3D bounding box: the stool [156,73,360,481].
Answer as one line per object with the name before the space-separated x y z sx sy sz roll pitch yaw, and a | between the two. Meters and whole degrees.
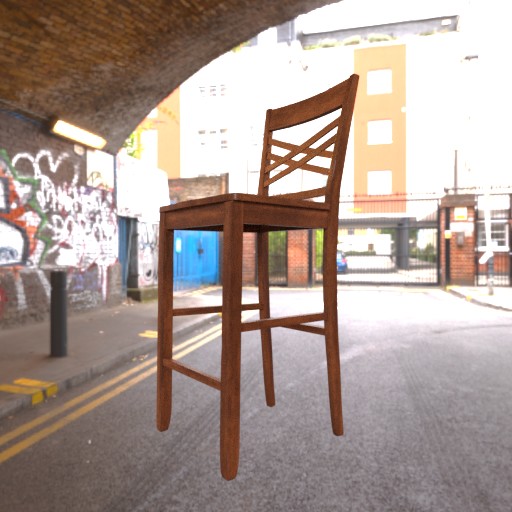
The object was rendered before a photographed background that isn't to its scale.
stool | 0.000 0.000 1.381 0.487 1.105 0.433 0 0 -37
